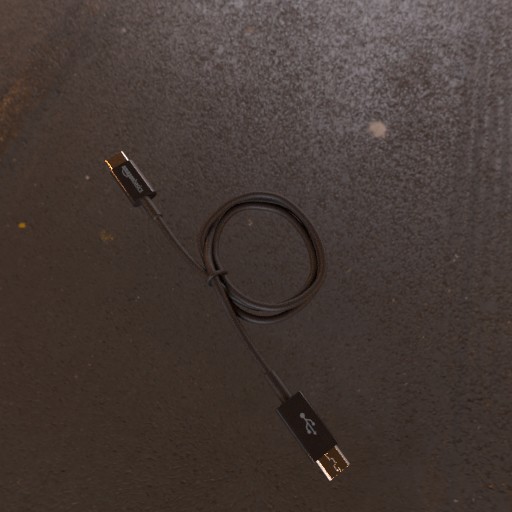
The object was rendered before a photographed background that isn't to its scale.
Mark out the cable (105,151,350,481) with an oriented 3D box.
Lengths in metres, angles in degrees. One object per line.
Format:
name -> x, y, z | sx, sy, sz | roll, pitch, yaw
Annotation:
cable -> 0.000, 0.000, 0.214 | 0.070, 0.014, 0.192 | -33, 69, -15
